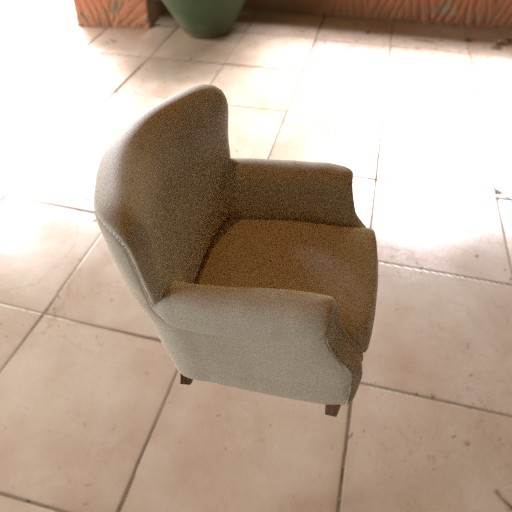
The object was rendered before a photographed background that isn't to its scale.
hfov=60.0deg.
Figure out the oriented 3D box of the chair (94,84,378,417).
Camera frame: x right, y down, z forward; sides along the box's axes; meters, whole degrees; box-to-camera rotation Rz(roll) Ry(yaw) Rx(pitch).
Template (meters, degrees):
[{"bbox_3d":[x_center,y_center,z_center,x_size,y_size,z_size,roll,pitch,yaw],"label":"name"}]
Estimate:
[{"bbox_3d":[0.000,0.000,1.653,0.921,0.936,0.861,10,46,9],"label":"chair"}]
